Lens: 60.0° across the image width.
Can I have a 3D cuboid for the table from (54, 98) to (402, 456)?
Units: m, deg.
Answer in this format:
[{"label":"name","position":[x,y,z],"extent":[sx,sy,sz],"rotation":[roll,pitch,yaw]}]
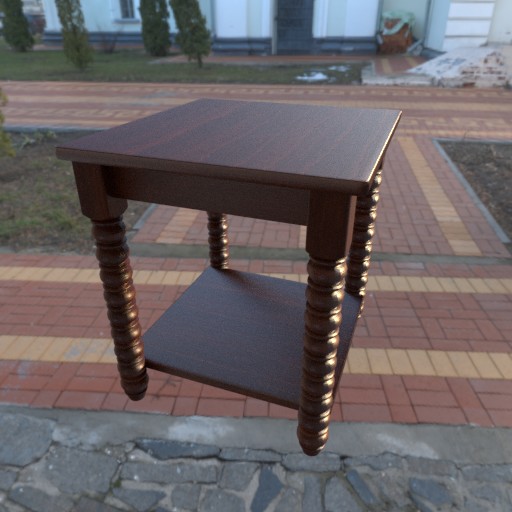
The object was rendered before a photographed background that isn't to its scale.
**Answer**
[{"label":"table","position":[0.000,0.000,0.983],"extent":[0.500,0.567,0.533],"rotation":[10,30,18]}]
